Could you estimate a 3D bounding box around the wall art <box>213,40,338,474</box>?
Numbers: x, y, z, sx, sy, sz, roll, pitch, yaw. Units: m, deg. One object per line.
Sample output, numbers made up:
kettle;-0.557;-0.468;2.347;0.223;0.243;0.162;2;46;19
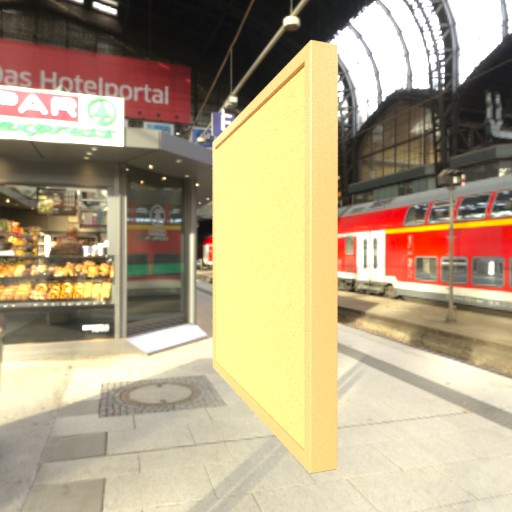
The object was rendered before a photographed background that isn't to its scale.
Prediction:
wall art;0.000;0.000;0.766;0.036;0.509;0.509;0;1;-19
